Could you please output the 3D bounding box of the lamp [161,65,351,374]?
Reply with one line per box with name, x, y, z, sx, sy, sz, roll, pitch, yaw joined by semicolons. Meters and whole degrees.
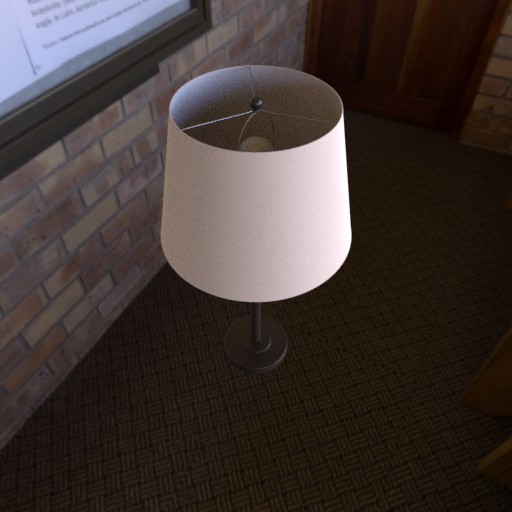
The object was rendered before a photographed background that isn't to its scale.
lamp;0.000;0.000;0.915;0.363;0.696;0.363;0;47;0
